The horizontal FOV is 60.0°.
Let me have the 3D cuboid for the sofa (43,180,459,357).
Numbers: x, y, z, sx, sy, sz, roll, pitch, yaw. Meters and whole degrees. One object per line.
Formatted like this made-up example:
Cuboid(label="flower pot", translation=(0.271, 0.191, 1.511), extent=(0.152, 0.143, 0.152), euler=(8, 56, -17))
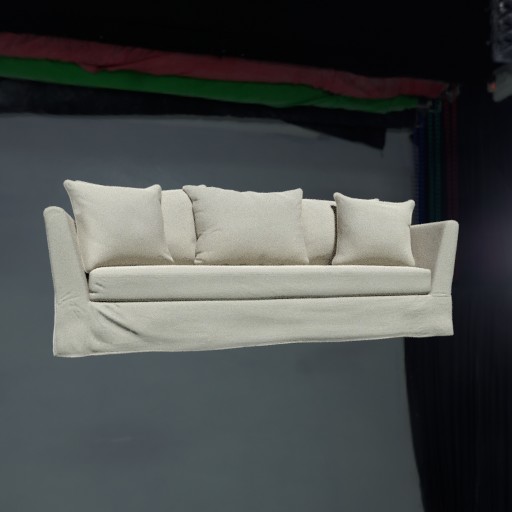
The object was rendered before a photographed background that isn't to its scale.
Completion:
Cuboid(label="sofa", translation=(0.000, 0.000, 3.013), extent=(2.499, 1.047, 1.046), euler=(0, -1, -17))
